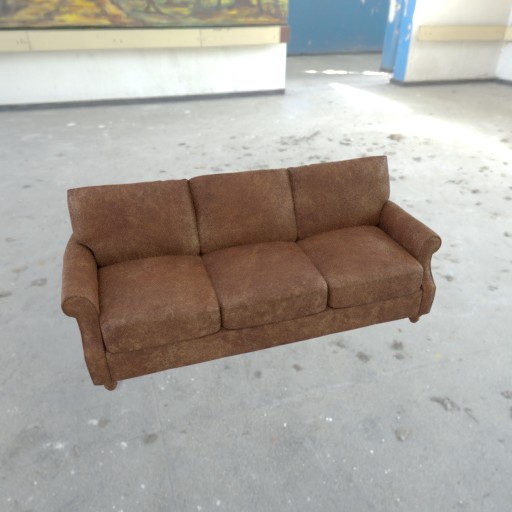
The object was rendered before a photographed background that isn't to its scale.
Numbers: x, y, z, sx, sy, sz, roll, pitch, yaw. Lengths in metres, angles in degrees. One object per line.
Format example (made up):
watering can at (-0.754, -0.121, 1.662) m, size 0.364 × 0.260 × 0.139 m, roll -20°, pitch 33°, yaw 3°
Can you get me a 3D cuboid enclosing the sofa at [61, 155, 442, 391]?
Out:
sofa at (0.000, 0.000, 2.912) m, size 2.351 × 0.977 × 0.973 m, roll -9°, pitch 32°, yaw -15°
